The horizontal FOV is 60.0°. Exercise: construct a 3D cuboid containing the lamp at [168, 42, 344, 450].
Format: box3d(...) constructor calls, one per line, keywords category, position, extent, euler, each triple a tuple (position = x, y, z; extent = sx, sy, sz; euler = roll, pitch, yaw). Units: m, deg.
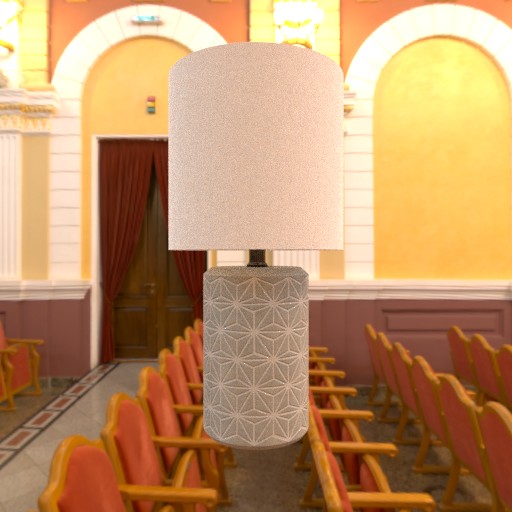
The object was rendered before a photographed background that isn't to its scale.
box3d(category="lamp", position=(0.000, 0.000, 0.533), extent=(0.206, 0.416, 0.206), euler=(0, 0, 1))
